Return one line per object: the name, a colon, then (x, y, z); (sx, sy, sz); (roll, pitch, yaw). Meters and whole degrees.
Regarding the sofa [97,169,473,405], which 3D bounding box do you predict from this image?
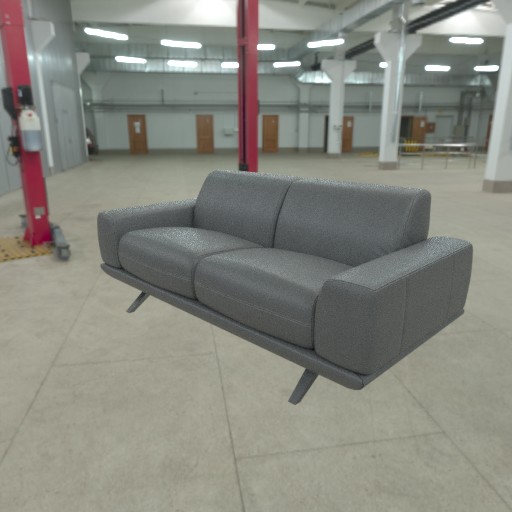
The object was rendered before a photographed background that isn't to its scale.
sofa: (0.000, 0.000, 2.357); (1.901, 0.772, 0.900); (16, 22, 43)
